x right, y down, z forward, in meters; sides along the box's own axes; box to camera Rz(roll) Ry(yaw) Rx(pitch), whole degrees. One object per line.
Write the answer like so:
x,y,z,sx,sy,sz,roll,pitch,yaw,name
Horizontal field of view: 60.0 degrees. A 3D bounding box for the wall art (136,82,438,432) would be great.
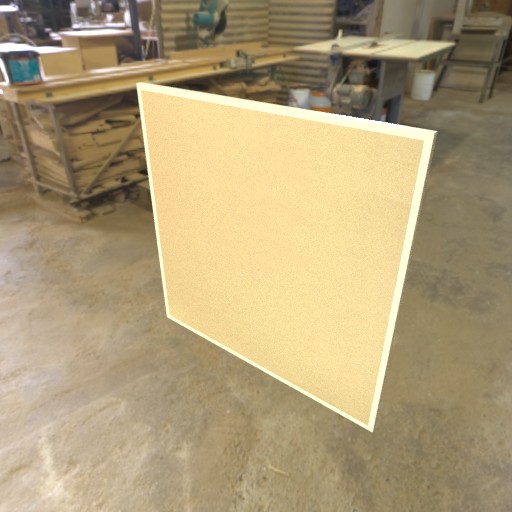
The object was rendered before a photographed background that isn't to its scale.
0.000,0.000,0.832,0.557,0.557,0.012,22,37,32,wall art
